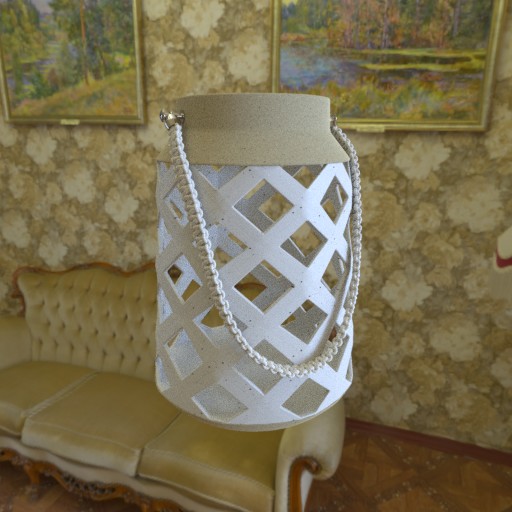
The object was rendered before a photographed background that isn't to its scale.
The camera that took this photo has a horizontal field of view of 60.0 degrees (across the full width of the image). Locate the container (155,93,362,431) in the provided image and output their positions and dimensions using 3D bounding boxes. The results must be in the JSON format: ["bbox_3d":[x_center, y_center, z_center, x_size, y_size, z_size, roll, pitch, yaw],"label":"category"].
[{"bbox_3d":[0.000,0.000,0.342,0.163,0.229,0.172,-8,17,-26],"label":"container"}]
